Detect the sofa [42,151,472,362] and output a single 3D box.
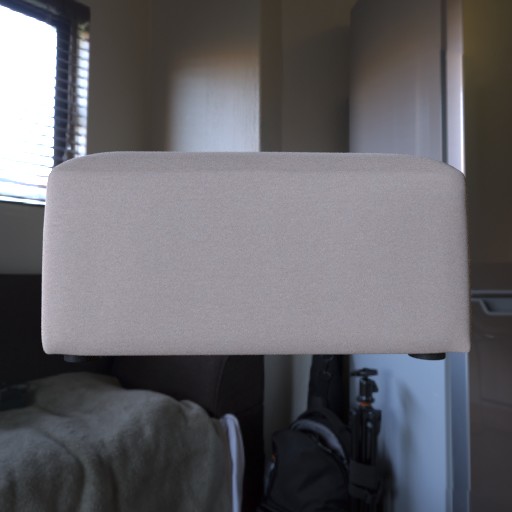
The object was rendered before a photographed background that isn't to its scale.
[{"bbox_3d":[0.000,0.000,1.180,0.930,0.470,0.480,0,-1,-2],"label":"sofa"}]
